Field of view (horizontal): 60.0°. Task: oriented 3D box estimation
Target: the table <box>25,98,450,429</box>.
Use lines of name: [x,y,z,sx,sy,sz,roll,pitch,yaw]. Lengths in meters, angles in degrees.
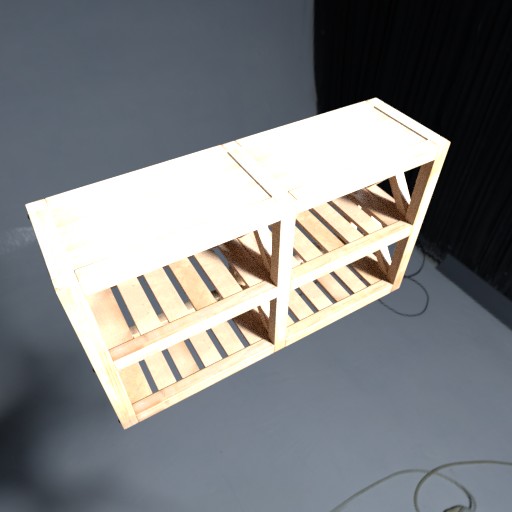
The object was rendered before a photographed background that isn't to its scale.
table: [0.000,0.000,1.653,1.320,0.762,0.381,-23,50,-21]
